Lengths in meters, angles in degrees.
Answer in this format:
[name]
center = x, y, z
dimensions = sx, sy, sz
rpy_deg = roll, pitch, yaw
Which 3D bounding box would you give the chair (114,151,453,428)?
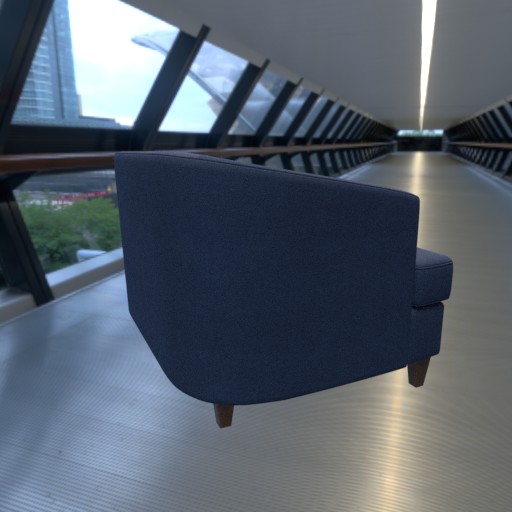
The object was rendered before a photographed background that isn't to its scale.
[chair]
center = 0.000, 0.000, 1.715
dimensions = 0.914, 0.787, 1.118
rpy_deg = -6, 15, -25
